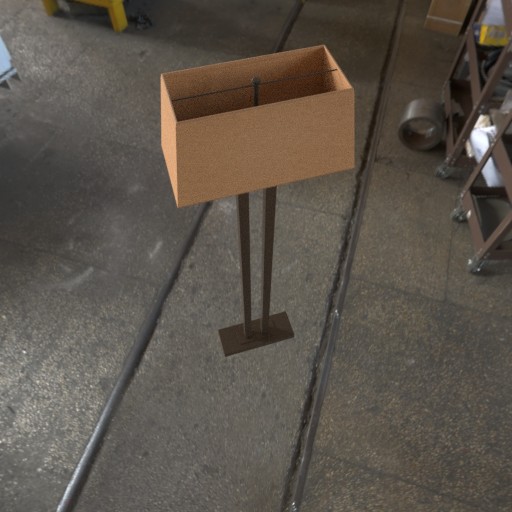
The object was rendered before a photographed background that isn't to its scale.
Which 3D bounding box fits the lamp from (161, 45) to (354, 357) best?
[{"bbox_3d":[0.000,0.000,1.616,0.475,1.469,0.233,-14,58,-9],"label":"lamp"}]
